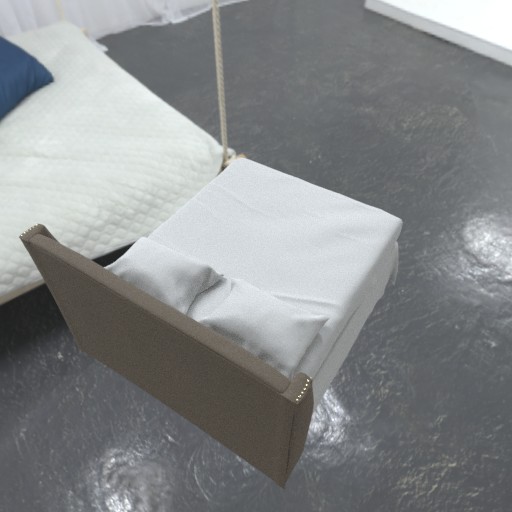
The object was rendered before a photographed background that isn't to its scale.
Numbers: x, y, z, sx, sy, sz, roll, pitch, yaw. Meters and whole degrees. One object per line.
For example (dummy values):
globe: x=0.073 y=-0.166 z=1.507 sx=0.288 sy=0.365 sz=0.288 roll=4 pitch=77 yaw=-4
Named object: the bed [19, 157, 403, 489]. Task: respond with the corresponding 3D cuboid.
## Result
bed: x=0.000 y=0.000 z=3.376 sx=1.925 sy=1.332 sz=2.276 roll=26 pitch=53 yaw=21
